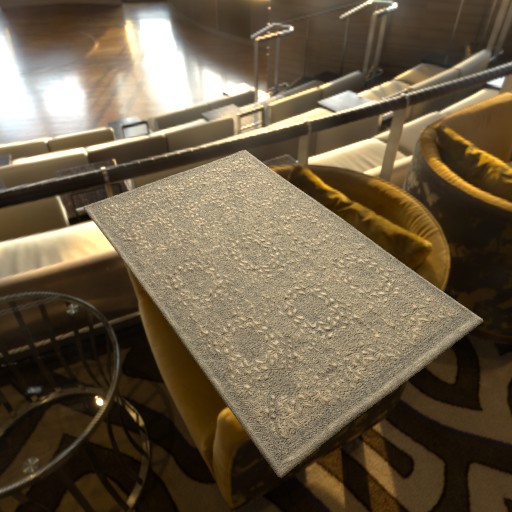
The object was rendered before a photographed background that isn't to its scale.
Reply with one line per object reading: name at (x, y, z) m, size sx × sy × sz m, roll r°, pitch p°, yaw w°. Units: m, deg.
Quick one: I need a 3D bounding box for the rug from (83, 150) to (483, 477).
rug at (0.000, 0.000, 3.041) m, size 1.535 × 0.022 × 2.498 m, roll -26°, pitch 49°, yaw -25°
